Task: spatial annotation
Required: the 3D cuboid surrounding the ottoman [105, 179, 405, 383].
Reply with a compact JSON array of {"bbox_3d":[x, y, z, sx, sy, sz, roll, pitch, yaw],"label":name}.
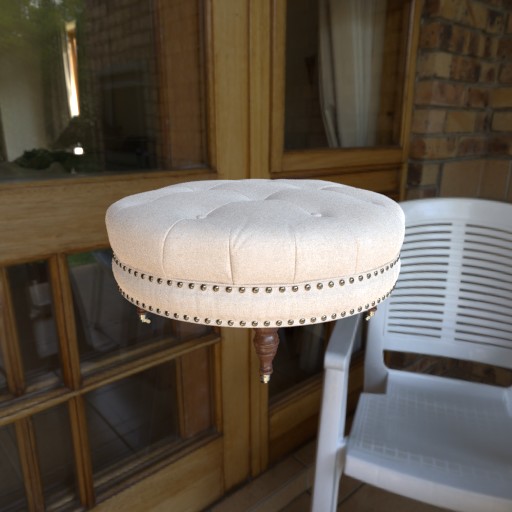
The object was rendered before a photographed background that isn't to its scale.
[{"bbox_3d":[0.000,0.000,1.482,0.940,0.483,0.940,0,16,0],"label":"ottoman"}]
